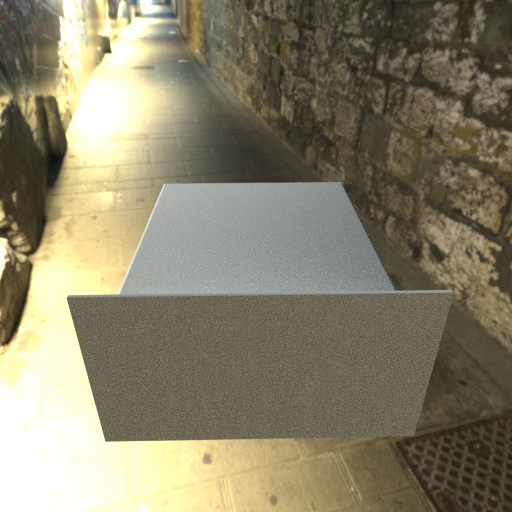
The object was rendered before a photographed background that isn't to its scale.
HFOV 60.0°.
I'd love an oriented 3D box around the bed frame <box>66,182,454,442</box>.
[{"bbox_3d":[0.000,0.000,2.620,1.400,0.800,1.900,-1,31,-1],"label":"bed frame"}]
